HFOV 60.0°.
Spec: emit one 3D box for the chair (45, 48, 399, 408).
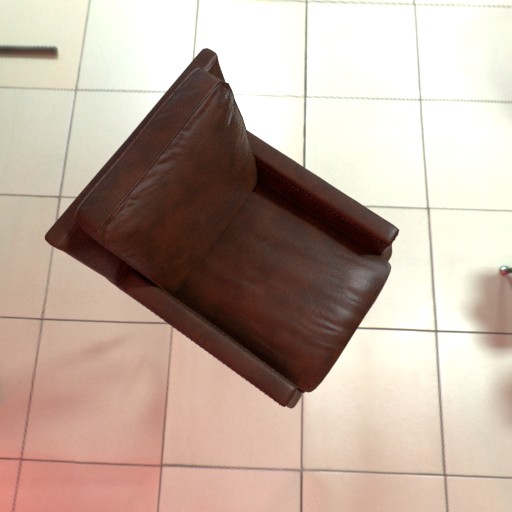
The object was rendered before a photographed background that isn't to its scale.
[{"bbox_3d":[0.000,0.000,1.818,1.035,1.054,0.854,34,78,8],"label":"chair"}]
